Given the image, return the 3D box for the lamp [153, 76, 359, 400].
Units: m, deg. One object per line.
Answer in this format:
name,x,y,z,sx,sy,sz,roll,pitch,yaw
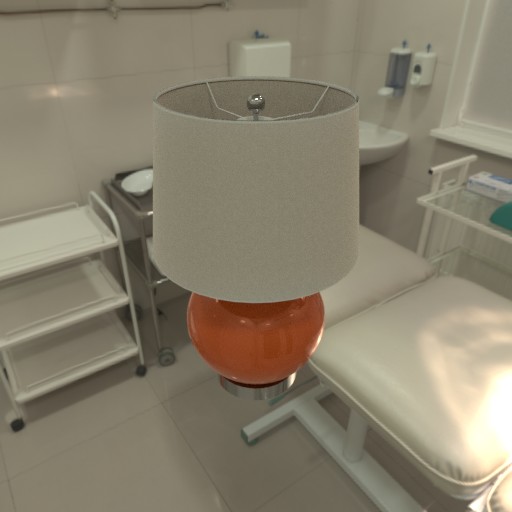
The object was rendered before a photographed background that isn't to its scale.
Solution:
lamp,0.000,0.000,0.551,0.247,0.387,0.247,0,32,0
